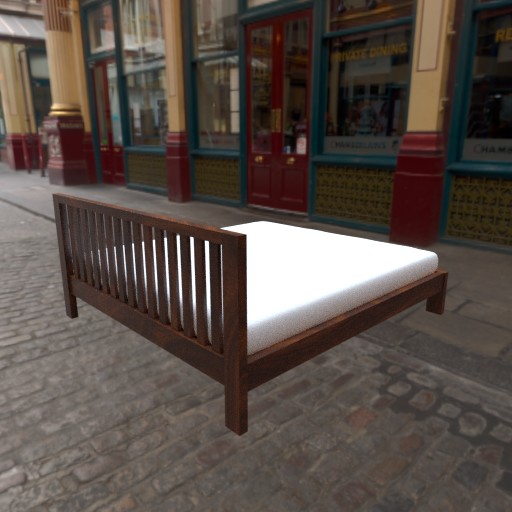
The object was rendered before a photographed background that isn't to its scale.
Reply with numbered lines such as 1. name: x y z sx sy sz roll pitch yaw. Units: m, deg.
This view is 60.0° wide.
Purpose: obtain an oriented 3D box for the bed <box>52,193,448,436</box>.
1. bed: 0.000 0.000 3.158 2.030 0.890 1.905 -14 20 -42
